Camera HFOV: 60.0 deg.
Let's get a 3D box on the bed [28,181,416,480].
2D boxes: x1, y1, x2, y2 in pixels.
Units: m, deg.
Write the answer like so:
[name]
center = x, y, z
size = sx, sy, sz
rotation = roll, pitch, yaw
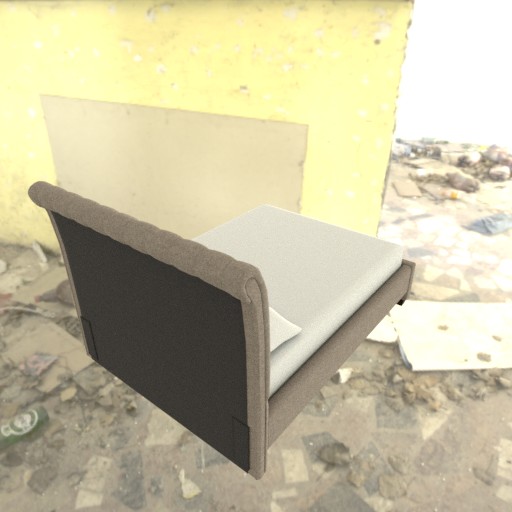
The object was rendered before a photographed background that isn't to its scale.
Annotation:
[bed]
center = 0.000, 0.000, 3.228
size = 1.645, 1.371, 2.252
rotation = 21, 35, 33
